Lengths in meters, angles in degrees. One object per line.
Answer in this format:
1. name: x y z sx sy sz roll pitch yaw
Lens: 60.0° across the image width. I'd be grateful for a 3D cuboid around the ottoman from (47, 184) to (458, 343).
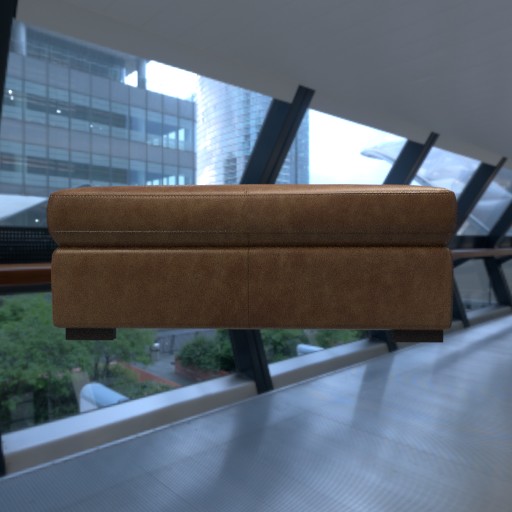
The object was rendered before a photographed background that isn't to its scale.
1. ottoman: 0.000 0.000 1.819 1.168 0.483 1.169 0 0 2
